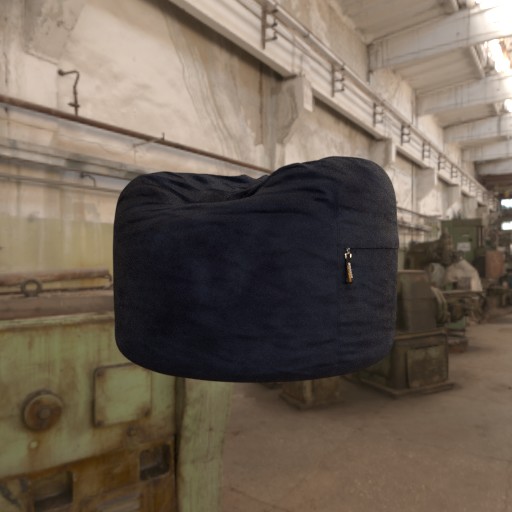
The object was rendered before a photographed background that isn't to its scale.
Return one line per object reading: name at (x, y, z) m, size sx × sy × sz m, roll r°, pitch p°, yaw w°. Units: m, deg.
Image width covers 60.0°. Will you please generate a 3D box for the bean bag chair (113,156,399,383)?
bean bag chair at (0.000, 0.000, 1.488) m, size 0.918 × 0.616 × 0.918 m, roll 0°, pitch 1°, yaw 0°
